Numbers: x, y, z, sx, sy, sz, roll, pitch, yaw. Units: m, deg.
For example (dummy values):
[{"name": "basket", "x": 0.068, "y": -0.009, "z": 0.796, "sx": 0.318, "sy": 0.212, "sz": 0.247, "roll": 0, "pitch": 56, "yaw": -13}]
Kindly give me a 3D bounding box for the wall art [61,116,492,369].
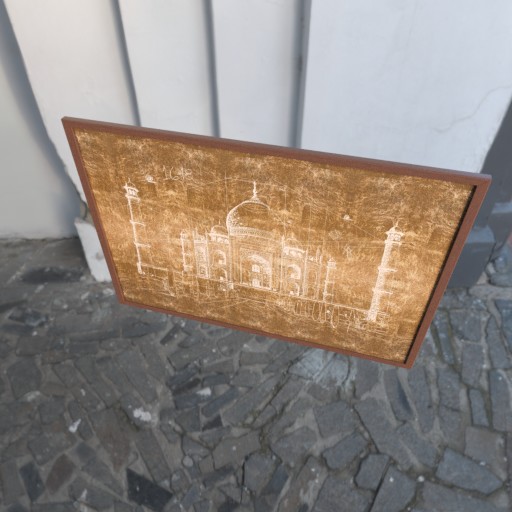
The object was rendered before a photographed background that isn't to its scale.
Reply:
[{"name": "wall art", "x": 0.000, "y": 0.000, "z": 0.818, "sx": 0.660, "sy": 0.455, "sz": 0.014, "roll": 11, "pitch": 44, "yaw": 11}]
